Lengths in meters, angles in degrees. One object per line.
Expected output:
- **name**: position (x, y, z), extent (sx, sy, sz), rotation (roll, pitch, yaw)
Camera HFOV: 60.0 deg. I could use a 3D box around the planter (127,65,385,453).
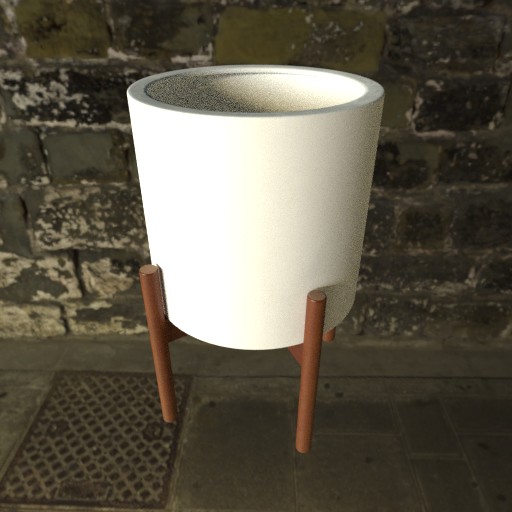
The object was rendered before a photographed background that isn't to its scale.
- **planter**: position (0.000, 0.000, 0.913), extent (0.417, 0.670, 0.417), rotation (8, 33, 13)
